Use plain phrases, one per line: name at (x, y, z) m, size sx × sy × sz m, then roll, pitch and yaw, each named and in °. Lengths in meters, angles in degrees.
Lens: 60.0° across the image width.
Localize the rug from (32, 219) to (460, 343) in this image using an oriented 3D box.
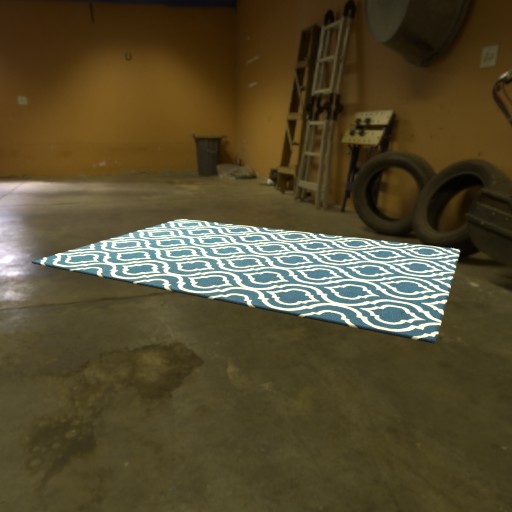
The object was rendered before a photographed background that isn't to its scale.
rug at (0.000, 0.000, 2.152) m, size 1.753 × 0.010 × 1.143 m, roll 8°, pitch 18°, yaw 26°
